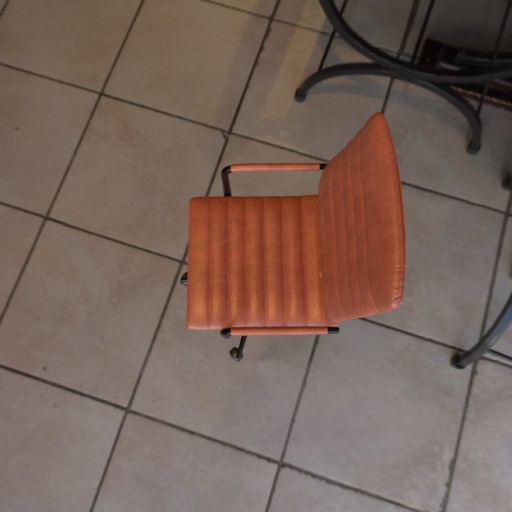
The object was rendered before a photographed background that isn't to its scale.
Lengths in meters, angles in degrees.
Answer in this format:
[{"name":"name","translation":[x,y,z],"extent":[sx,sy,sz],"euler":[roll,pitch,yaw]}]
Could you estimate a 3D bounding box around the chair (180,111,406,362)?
[{"name":"chair","translation":[0.000,0.000,1.287],"extent":[0.578,0.878,0.600],"euler":[-1,77,0]}]
